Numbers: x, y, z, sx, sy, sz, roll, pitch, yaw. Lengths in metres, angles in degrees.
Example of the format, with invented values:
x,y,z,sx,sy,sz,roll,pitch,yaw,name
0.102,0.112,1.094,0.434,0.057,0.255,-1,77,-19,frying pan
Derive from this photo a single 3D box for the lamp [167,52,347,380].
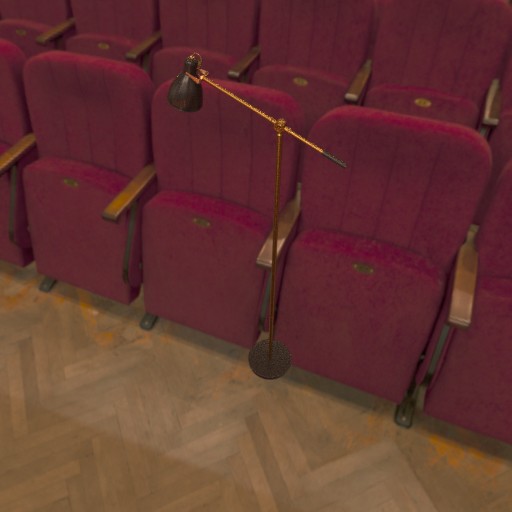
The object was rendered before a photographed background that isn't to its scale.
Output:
x,y,z,sx,sy,sz,roll,pitch,yaw,name
0.000,0.000,1.870,0.618,1.628,0.235,17,50,15,lamp
